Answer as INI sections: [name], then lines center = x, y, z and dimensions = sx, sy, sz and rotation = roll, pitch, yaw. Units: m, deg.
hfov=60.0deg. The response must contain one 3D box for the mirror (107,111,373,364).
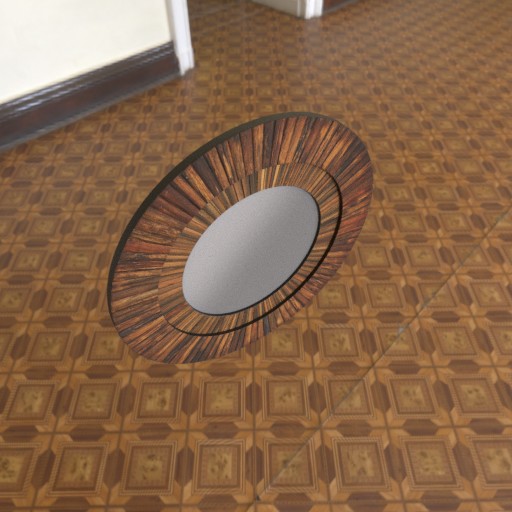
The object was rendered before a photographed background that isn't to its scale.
[mirror]
center = 0.000, 0.000, 1.605
dimensions = 1.077, 1.077, 0.036
rotation = -26, 52, -22
